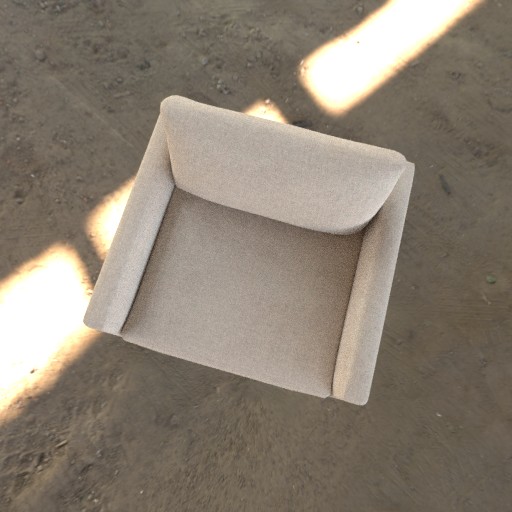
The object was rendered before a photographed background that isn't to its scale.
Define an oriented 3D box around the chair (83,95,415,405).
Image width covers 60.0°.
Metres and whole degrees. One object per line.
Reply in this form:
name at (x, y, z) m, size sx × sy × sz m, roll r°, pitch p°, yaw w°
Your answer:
chair at (0.000, 0.000, 1.667) m, size 0.963 × 0.861 × 0.866 m, roll 15°, pitch 75°, yaw 4°
